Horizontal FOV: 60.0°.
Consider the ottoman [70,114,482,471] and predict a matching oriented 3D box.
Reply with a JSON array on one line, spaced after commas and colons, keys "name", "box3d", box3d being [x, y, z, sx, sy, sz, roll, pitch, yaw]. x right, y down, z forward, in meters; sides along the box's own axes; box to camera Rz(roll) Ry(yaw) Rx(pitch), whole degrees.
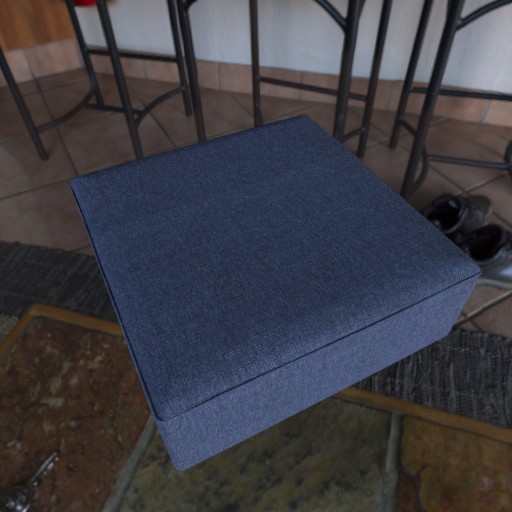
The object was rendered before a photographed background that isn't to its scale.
[{"name": "ottoman", "box3d": [0.000, 0.000, 1.565, 1.023, 0.423, 1.017, -20, 50, -18]}]
